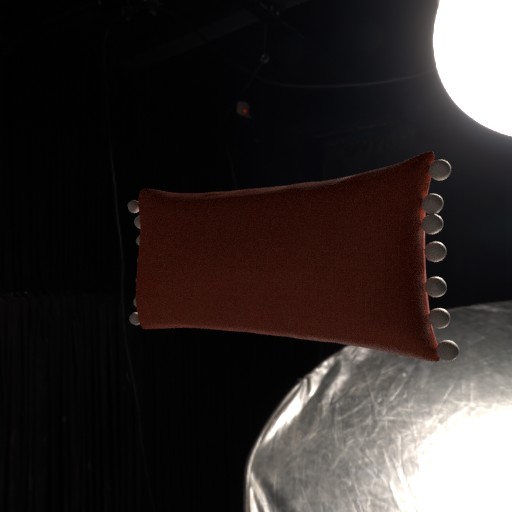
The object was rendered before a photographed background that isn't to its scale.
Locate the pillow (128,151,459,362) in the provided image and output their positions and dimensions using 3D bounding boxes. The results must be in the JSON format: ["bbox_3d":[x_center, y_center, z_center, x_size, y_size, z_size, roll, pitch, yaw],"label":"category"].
[{"bbox_3d":[0.000,0.000,0.831,0.709,0.322,0.201,-1,-2,37],"label":"pillow"}]
